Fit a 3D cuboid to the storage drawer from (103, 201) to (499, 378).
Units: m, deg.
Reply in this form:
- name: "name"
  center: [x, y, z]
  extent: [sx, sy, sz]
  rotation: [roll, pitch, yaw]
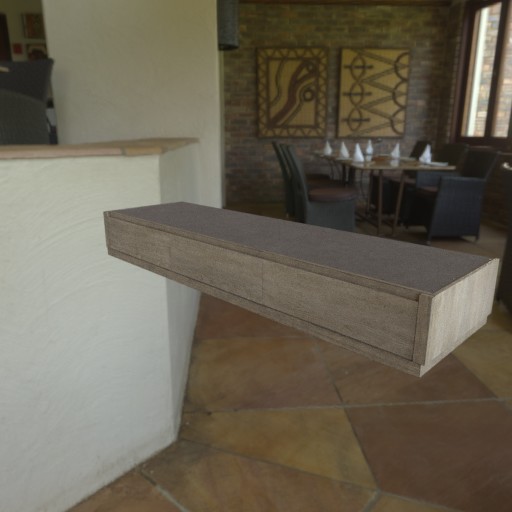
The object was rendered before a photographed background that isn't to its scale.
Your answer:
- name: "storage drawer"
  center: [0.000, 0.000, 2.255]
  extent: [0.591, 0.274, 2.072]
  rotation: [-15, 22, -43]
